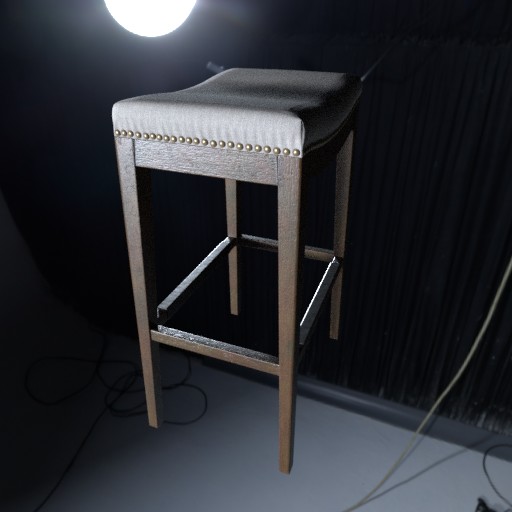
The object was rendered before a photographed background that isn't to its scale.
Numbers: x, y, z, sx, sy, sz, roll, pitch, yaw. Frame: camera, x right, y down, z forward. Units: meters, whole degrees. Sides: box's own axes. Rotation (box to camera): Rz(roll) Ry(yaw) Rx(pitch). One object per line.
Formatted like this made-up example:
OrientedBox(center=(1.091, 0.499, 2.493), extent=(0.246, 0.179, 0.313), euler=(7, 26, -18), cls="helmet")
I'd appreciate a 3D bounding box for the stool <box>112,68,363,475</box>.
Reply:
OrientedBox(center=(0.000, 0.000, 1.037), extent=(0.356, 0.762, 0.508), euler=(11, 31, 19), cls="stool")
